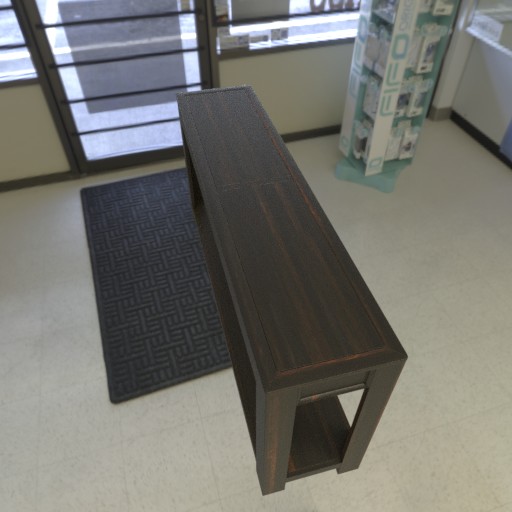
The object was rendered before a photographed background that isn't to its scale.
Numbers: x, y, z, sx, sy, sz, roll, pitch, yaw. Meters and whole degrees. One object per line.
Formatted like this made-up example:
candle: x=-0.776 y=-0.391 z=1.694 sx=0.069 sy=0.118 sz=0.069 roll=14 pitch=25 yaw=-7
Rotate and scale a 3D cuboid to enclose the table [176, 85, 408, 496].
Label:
table: x=0.000 y=0.000 z=1.905 sx=0.384 sy=0.762 sz=1.631 roll=-11 pitch=46 yaw=-10
